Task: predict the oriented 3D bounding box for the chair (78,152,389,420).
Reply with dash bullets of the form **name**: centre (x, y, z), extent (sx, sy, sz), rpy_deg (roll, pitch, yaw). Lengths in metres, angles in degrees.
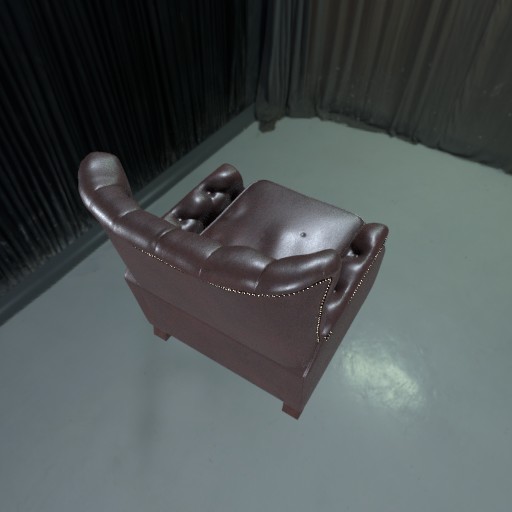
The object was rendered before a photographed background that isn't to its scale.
- **chair**: centre (0.000, 0.000, 1.473), extent (0.709, 0.864, 0.823), rpy_deg (25, 53, 21)
